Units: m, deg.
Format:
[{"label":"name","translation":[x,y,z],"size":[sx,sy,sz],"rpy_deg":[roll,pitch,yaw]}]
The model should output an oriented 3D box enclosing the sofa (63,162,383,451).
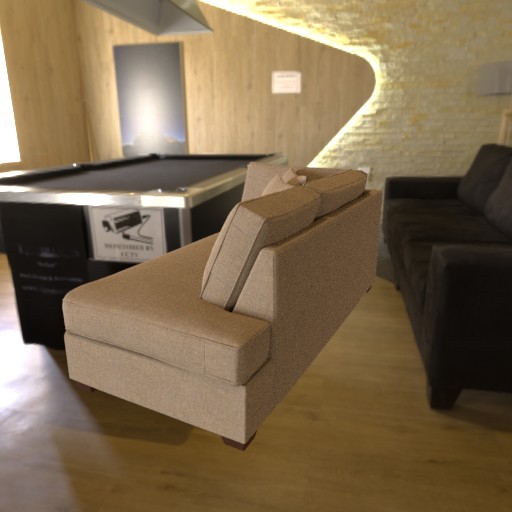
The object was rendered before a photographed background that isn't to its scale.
[{"label":"sofa","translation":[0.000,0.000,2.855],"size":[1.110,1.019,2.238],"rpy_deg":[9,19,26]}]
